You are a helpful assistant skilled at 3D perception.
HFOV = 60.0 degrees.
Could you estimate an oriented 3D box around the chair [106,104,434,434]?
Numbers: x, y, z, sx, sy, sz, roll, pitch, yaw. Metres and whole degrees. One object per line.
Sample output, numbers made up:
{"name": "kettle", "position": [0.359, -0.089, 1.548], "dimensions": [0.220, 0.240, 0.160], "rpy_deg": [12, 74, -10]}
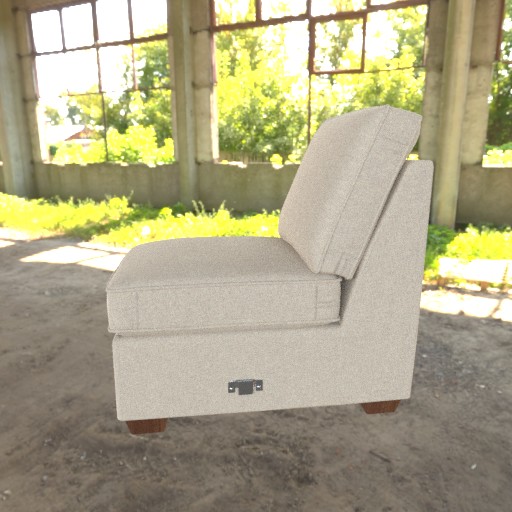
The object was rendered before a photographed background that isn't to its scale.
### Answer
{"name": "chair", "position": [0.000, 0.000, 1.546], "dimensions": [0.938, 0.970, 0.621], "rpy_deg": [-2, 13, -8]}
